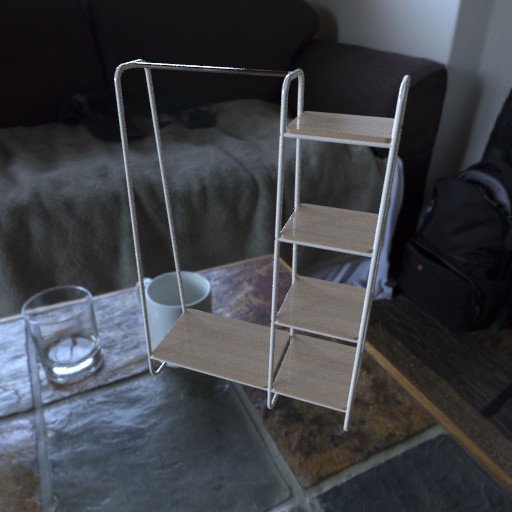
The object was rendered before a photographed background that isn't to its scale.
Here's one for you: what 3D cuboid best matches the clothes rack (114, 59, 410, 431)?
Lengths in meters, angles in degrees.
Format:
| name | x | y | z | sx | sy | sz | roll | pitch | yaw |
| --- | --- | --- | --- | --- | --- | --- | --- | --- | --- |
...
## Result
| name | x | y | z | sx | sy | sz | roll | pitch | yaw |
| --- | --- | --- | --- | --- | --- | --- | --- | --- | --- |
| clothes rack | 0.000 | 0.000 | 1.909 | 1.011 | 1.500 | 0.400 | 11 | 33 | 17 |
